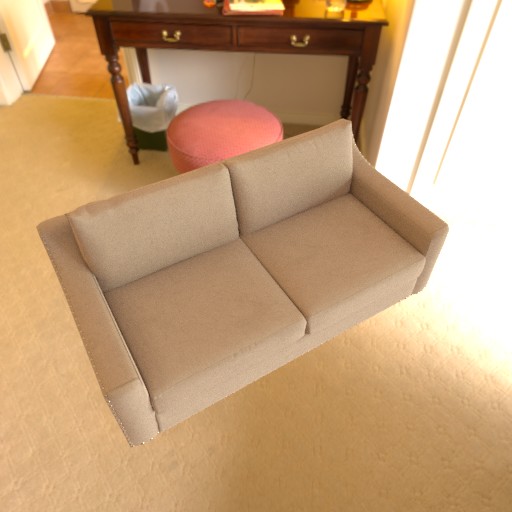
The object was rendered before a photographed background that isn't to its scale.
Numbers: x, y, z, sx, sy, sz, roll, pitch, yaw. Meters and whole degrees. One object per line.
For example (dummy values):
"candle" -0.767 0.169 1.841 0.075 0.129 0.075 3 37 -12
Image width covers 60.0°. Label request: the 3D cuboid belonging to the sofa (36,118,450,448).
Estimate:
"sofa" 0.000 0.000 2.477 1.967 0.901 1.030 -24 51 -21
